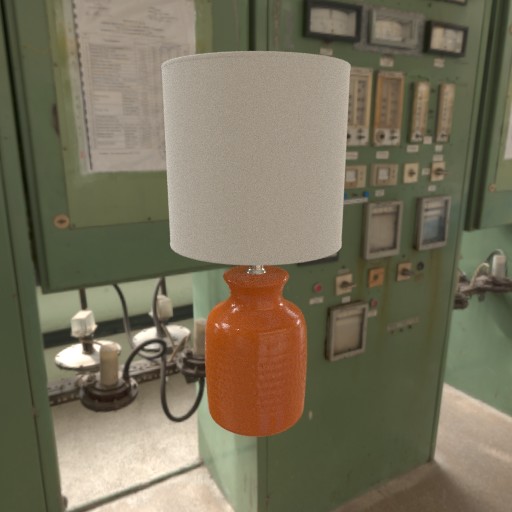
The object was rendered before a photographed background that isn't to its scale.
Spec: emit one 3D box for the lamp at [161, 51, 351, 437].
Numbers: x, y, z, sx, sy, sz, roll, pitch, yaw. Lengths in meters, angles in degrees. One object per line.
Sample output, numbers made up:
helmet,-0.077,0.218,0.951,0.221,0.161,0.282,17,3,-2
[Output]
lamp,0.000,0.000,1.108,0.418,0.871,0.418,-8,17,-27
